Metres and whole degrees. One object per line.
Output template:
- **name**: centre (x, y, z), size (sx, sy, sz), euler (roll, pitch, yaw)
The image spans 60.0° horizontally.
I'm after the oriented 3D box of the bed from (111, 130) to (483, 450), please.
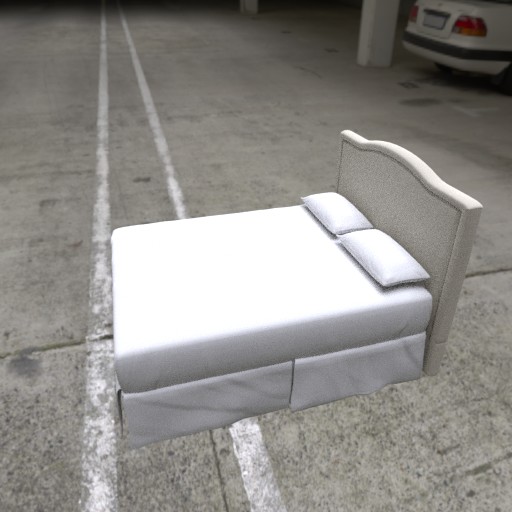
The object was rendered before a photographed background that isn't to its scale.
- **bed**: centre (0.000, 0.000, 3.254), size (2.196, 1.449, 1.741), euler (-8, 31, -14)
